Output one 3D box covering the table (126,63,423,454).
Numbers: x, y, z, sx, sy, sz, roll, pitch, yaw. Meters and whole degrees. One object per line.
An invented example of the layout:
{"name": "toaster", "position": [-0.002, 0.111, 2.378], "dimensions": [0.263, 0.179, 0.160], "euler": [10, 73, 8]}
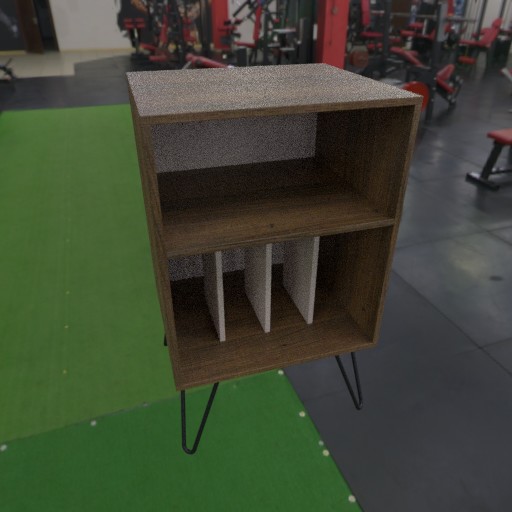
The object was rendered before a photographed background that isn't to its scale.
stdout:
{"name": "table", "position": [0.000, 0.000, 1.172], "dimensions": [0.526, 0.866, 0.457], "euler": [-9, 32, -14]}
